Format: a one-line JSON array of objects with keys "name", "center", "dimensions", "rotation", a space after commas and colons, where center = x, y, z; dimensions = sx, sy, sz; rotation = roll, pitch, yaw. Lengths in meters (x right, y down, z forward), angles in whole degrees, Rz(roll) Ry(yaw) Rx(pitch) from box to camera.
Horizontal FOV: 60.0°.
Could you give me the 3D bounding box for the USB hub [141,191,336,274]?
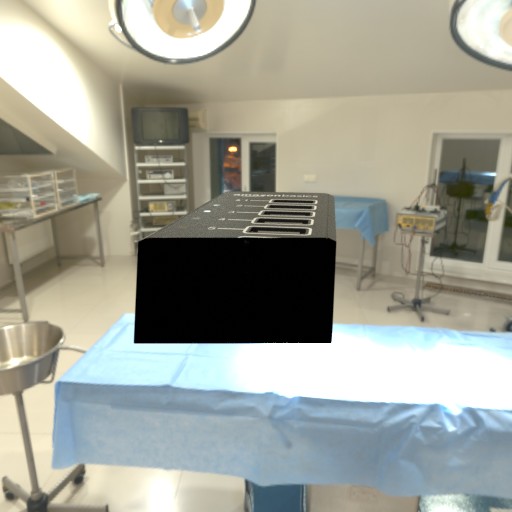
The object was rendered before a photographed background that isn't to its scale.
[{"name": "USB hub", "center": [0.000, 0.000, 0.128], "dimensions": [0.044, 0.023, 0.110], "rotation": [3, 16, 9]}]
